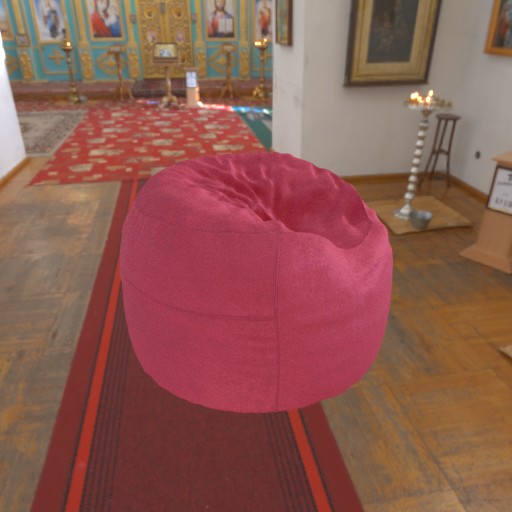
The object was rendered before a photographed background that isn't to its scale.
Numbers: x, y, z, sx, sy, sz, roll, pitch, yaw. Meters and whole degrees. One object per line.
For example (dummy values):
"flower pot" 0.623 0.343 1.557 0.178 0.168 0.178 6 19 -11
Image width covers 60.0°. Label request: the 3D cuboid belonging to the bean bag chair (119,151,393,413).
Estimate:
"bean bag chair" 0.000 0.000 2.029 1.218 0.788 1.218 0 26 0
